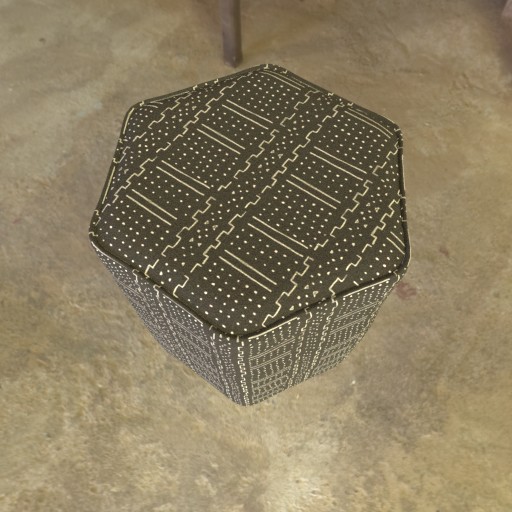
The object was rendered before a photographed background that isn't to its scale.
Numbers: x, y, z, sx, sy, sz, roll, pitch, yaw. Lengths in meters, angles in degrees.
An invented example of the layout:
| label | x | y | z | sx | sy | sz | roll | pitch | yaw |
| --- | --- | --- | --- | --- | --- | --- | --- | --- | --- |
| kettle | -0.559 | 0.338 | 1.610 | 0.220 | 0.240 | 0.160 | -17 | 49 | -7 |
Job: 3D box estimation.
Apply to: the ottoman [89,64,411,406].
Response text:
| label | x | y | z | sx | sy | sz | roll | pitch | yaw |
| --- | --- | --- | --- | --- | --- | --- | --- | --- | --- |
| ottoman | 0.000 | 0.000 | 0.849 | 0.494 | 0.502 | 0.443 | 32 | 67 | 16 |
